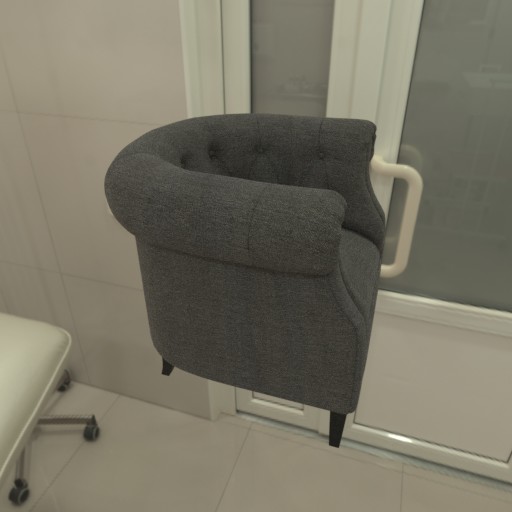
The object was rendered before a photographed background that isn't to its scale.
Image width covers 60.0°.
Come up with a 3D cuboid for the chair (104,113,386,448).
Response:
[{"bbox_3d":[0.000,0.000,1.554,0.852,0.827,0.905,10,32,16],"label":"chair"}]
